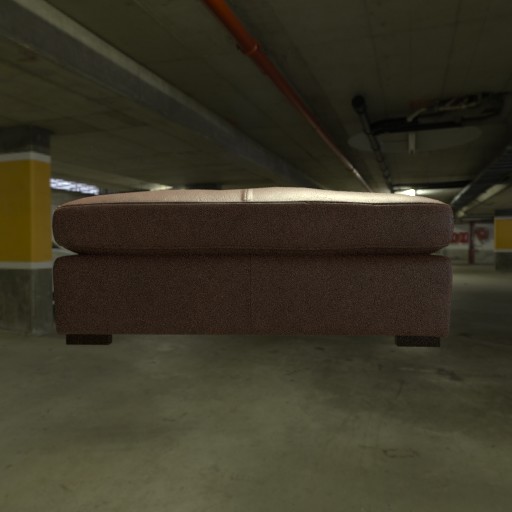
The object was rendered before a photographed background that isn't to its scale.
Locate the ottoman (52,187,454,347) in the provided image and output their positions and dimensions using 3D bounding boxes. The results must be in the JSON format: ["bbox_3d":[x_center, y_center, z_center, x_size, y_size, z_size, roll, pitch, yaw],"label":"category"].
[{"bbox_3d":[0.000,0.000,1.804,1.168,0.490,1.168,0,2,1],"label":"ottoman"}]
